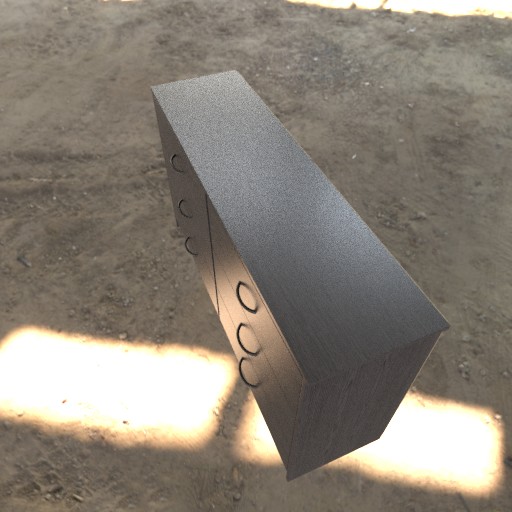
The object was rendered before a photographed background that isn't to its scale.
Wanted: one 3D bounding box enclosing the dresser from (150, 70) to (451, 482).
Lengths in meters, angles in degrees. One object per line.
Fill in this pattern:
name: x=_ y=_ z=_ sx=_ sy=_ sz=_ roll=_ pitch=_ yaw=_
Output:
dresser: x=0.000 y=0.000 z=1.662 sx=0.401 sy=0.755 sz=1.360 roll=-17 pitch=51 yaw=-15
